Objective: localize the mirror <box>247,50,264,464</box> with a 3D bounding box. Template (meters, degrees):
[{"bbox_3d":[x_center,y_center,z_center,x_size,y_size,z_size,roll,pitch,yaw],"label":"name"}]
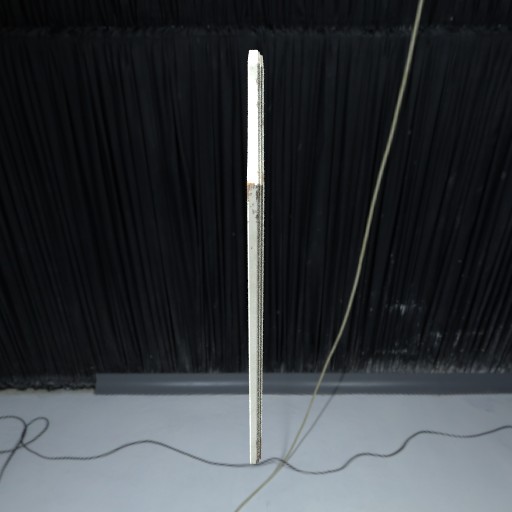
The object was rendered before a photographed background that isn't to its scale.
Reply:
[{"bbox_3d":[0.000,0.000,0.865,0.022,0.717,0.403,0,30,0],"label":"mirror"}]
